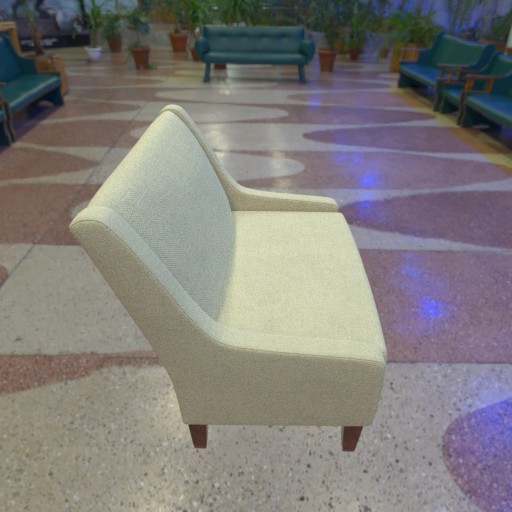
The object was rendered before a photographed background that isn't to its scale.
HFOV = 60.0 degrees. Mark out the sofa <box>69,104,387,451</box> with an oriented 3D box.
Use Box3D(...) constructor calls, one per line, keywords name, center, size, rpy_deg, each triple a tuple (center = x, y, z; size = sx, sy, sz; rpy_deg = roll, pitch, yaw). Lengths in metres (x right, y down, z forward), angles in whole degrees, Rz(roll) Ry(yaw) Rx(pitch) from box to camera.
Box3D(name="sofa", center=(0.000, 0.000, 1.878), size=(0.946, 0.976, 1.212), rpy_deg=(1, 32, 1))
